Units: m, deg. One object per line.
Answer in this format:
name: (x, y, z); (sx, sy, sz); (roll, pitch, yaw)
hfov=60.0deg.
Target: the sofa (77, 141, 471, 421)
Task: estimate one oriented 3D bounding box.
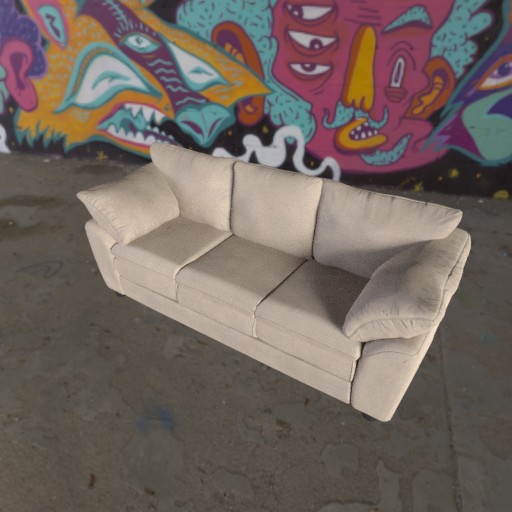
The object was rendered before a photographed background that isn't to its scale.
sofa: (0.000, 0.000, 2.766); (2.334, 0.996, 0.878); (19, 35, 30)
